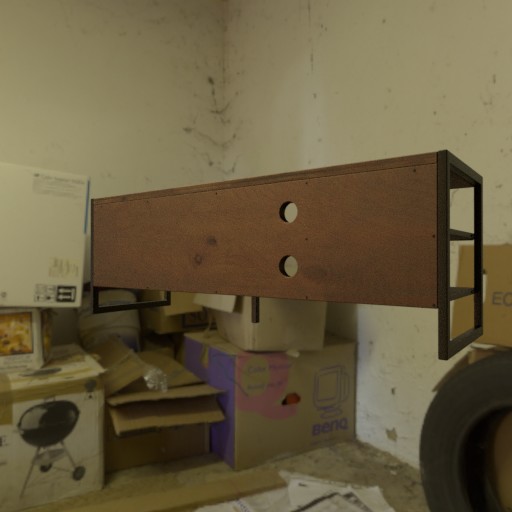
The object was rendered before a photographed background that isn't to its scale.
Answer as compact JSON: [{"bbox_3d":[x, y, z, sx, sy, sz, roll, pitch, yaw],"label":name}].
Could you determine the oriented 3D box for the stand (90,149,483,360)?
[{"bbox_3d":[0.000,0.000,1.683,1.480,0.506,0.454,0,0,37],"label":"stand"}]
